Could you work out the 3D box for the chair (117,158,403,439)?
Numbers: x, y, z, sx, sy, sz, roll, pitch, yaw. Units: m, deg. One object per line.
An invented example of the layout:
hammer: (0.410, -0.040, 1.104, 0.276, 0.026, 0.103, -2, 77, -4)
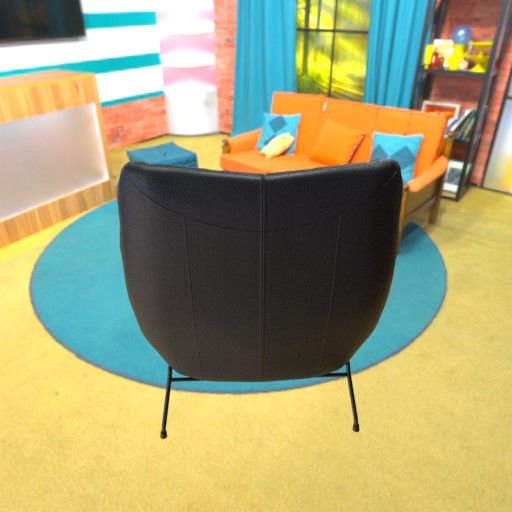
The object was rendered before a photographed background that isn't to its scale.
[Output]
chair: (0.000, 0.000, 1.565, 0.836, 0.922, 0.826, -1, 30, -2)
